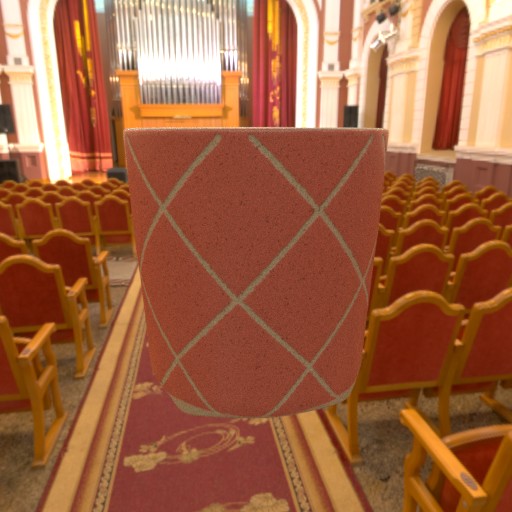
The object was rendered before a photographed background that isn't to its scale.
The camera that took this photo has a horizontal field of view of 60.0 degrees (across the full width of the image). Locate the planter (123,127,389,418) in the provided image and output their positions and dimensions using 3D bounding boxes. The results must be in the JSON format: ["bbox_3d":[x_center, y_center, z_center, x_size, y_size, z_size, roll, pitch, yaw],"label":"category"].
[{"bbox_3d":[0.000,0.000,0.425,0.227,0.235,0.227,0,15,0],"label":"planter"}]
